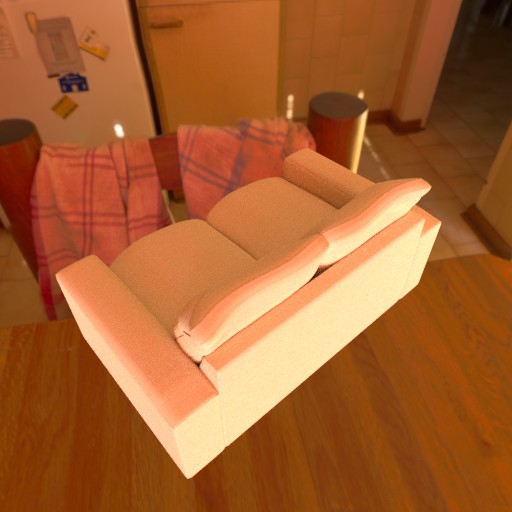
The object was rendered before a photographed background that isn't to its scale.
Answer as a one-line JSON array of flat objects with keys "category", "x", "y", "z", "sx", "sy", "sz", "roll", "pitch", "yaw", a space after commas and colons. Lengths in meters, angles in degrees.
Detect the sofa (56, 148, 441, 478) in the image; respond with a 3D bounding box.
[{"category": "sofa", "x": 0.000, "y": 0.000, "z": 2.358, "sx": 1.754, "sy": 0.875, "sz": 1.091, "roll": -32, "pitch": 53, "yaw": -28}]
